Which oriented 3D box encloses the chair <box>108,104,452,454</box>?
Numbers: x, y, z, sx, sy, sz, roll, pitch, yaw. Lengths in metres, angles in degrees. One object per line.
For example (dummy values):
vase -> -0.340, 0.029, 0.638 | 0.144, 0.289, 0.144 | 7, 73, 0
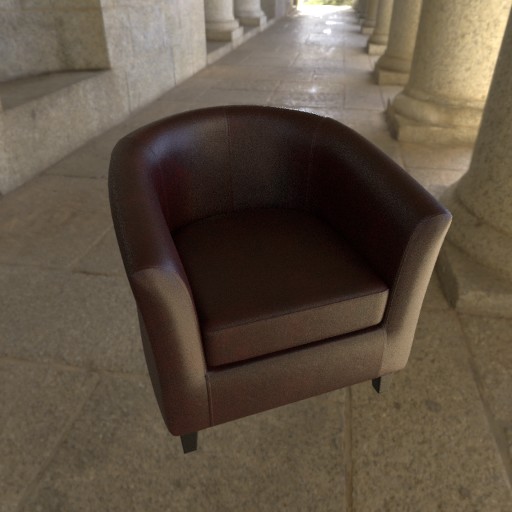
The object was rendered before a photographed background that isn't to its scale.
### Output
chair -> 0.000, 0.000, 1.373 | 0.792, 0.756, 0.727 | -11, 34, -16
